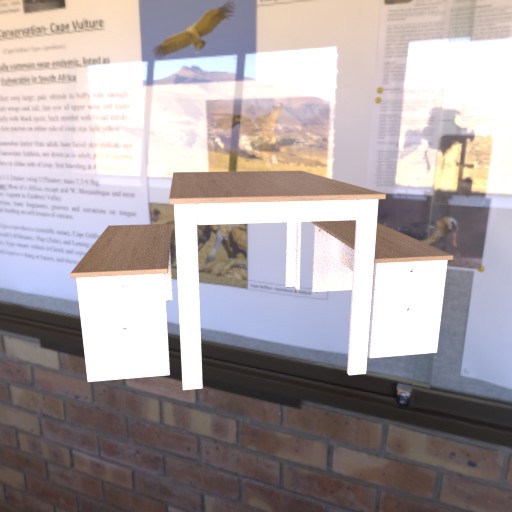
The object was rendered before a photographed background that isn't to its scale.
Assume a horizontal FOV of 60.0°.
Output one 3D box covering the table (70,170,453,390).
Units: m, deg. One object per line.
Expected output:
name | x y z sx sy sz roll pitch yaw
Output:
table | 0.000 0.000 2.075 1.443 0.700 1.100 -2 15 -9
